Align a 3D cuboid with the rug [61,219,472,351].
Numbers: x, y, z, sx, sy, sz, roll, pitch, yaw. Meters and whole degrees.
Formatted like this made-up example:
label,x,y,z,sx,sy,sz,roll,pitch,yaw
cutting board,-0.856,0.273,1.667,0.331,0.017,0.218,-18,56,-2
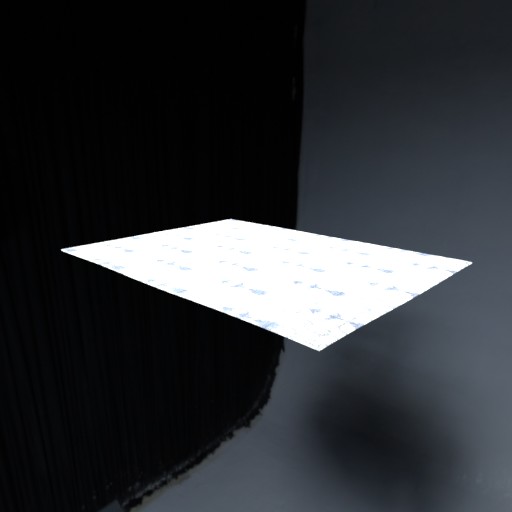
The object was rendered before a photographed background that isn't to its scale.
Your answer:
label,x,y,z,sx,sy,sz,roll,pitch,yaw
rug,0.000,0.000,3.010,2.261,0.013,1.676,14,20,42
